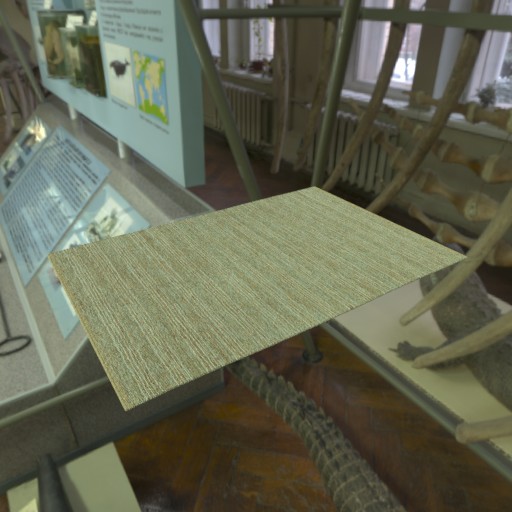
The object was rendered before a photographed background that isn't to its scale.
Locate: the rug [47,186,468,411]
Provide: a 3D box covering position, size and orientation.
[{"bbox_3d":[0.000,0.000,2.319,1.824,0.010,1.240,-18,34,-29],"label":"rug"}]
